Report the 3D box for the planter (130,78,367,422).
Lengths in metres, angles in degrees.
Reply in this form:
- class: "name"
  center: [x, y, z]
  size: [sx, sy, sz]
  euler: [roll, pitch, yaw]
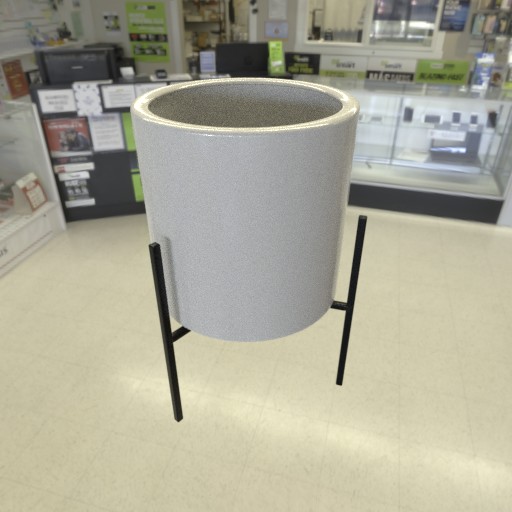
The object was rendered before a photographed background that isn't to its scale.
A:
- class: "planter"
  center: [0.000, 0.000, 0.520]
  size: [0.239, 0.356, 0.239]
  euler: [10, 33, 15]
